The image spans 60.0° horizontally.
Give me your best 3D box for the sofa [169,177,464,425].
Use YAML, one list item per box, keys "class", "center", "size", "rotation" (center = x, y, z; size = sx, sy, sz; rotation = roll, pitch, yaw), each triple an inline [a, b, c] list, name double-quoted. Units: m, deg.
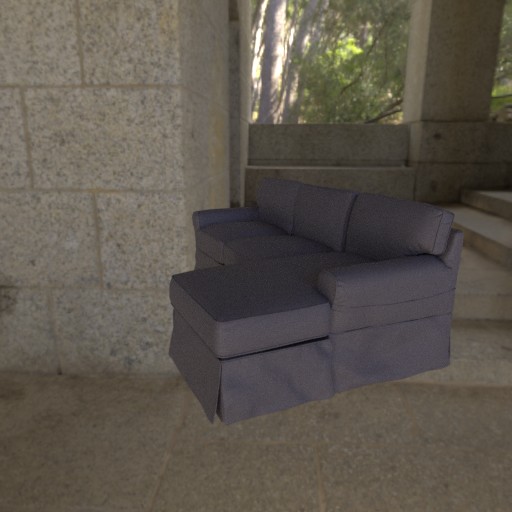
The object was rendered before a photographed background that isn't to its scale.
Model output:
- class: "sofa"
  center: [0.000, 0.000, 3.473]
  size: [1.637, 1.039, 2.518]
  rotation: [-7, 16, -25]
